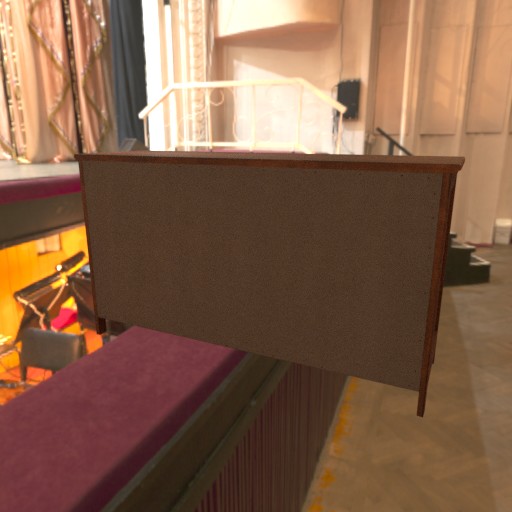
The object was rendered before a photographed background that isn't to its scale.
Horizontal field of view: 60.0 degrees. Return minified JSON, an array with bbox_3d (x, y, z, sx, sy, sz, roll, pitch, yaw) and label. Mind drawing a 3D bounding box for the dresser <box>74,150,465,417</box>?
[{"bbox_3d":[0.000,0.000,1.925,1.551,0.856,0.463,7,17,25],"label":"dresser"}]
